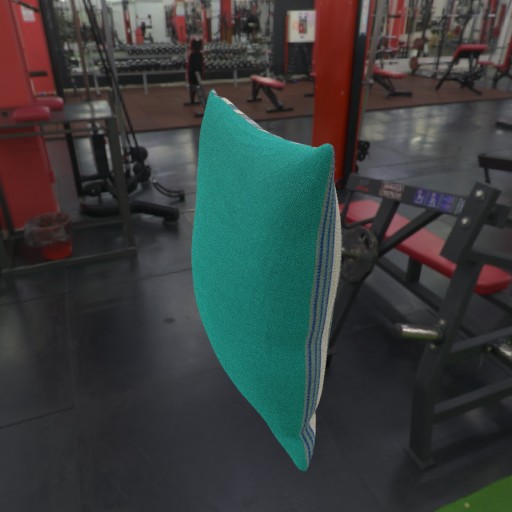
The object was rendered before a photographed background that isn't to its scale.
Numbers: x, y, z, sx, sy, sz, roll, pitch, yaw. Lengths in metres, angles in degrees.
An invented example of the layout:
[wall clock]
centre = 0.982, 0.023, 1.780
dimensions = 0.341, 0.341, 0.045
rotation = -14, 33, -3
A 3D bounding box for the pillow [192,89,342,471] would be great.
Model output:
[pillow]
centre = 0.000, 0.000, 0.678
dimensions = 0.182, 0.441, 0.440
rotation = -10, 30, -17
